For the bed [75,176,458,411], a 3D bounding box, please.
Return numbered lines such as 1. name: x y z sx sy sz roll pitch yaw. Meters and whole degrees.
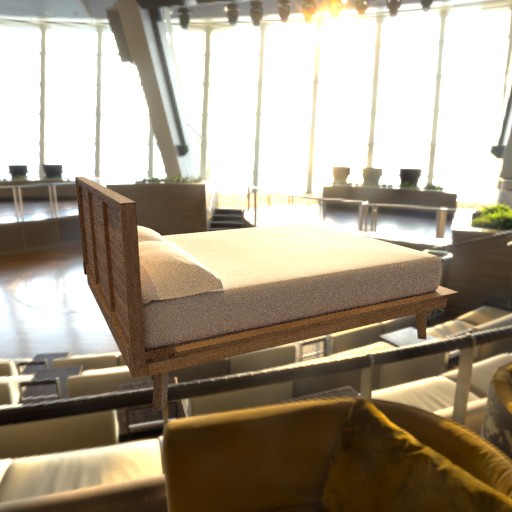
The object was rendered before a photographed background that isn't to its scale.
1. bed: 0.000 0.000 3.144 2.145 1.071 1.759 -7 16 -26
